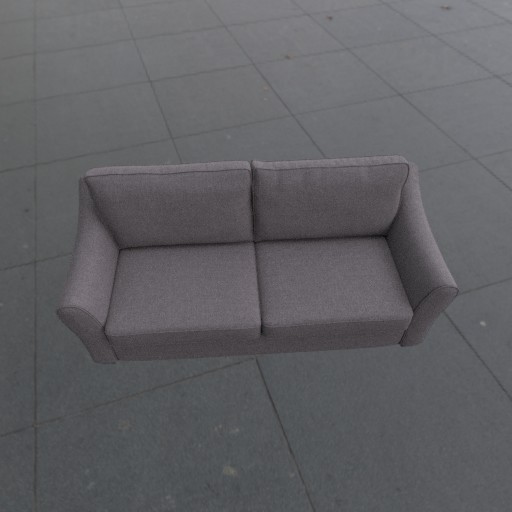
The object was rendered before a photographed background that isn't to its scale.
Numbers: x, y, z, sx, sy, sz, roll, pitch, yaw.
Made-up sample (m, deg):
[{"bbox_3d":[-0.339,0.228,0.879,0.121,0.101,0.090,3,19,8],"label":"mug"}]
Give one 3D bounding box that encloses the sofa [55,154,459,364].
[{"bbox_3d":[0.000,0.000,2.757,2.203,0.976,1.013,-3,47,-3],"label":"sofa"}]
